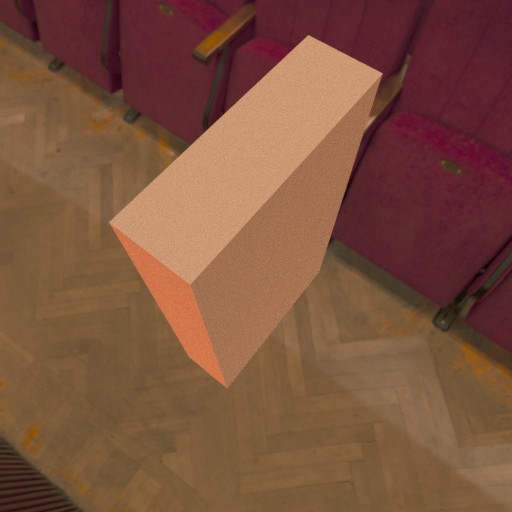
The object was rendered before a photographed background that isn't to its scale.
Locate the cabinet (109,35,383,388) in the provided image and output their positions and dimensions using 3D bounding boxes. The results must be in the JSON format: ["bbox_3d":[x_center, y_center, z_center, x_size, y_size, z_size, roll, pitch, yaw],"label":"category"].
[{"bbox_3d":[0.000,0.000,1.634,0.250,1.280,0.750,35,69,15],"label":"cabinet"}]
